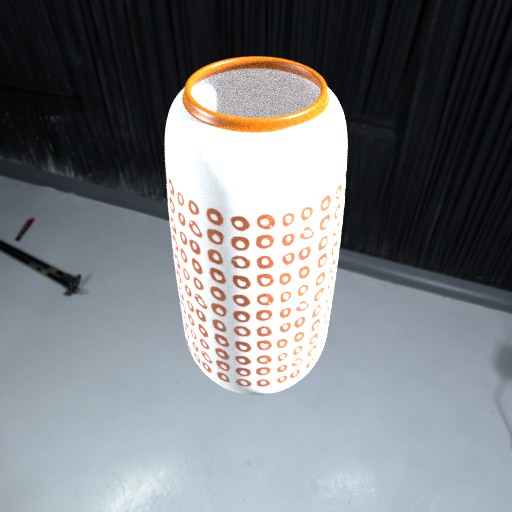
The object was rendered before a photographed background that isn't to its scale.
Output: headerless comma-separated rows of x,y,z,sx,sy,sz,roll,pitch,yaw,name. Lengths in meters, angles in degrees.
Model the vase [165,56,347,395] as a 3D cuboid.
0.000,0.000,0.355,0.133,0.282,0.133,0,46,0,vase
